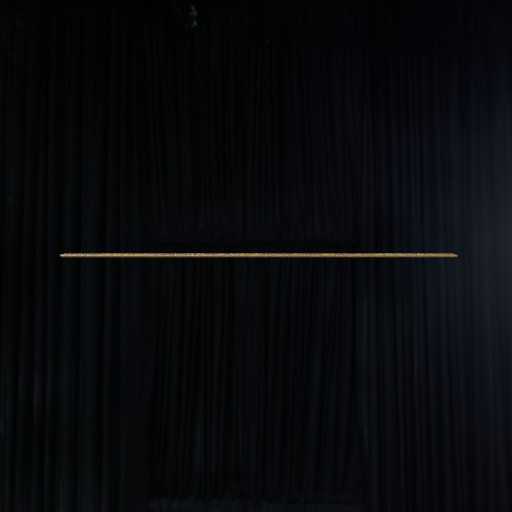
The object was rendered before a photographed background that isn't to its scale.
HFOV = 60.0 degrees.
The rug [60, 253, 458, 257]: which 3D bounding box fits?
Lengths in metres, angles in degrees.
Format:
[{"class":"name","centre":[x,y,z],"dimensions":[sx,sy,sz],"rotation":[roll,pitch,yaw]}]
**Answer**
[{"class":"rug","centre":[0.000,0.000,3.725],"dimensions":[2.043,0.019,2.916],"rotation":[0,0,-1]}]
